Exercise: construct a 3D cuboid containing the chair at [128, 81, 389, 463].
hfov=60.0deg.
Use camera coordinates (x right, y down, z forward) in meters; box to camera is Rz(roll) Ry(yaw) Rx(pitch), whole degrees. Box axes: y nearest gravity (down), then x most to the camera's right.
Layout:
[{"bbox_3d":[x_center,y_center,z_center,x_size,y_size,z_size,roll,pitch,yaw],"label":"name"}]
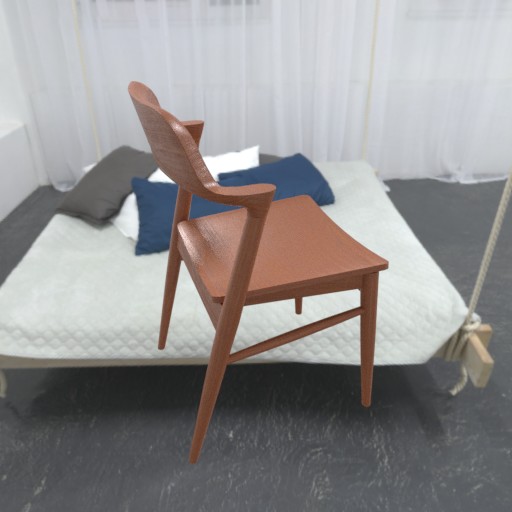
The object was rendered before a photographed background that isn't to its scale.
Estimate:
[{"bbox_3d":[0.000,0.000,1.090,0.499,0.801,0.496,-11,33,-18],"label":"chair"}]
